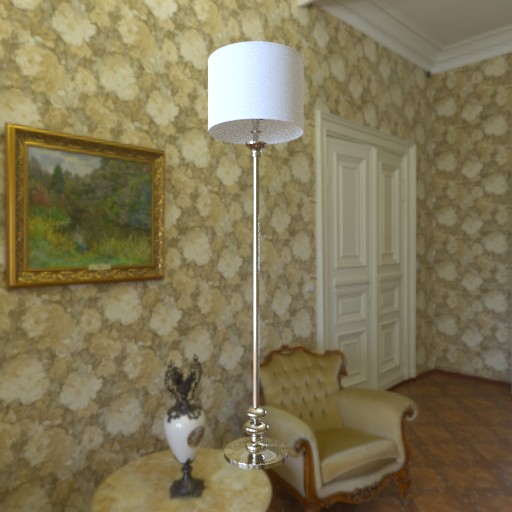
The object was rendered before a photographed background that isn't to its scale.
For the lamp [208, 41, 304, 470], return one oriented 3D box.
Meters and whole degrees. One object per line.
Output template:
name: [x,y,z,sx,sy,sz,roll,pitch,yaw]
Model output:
lamp: [0.000,0.000,1.660,0.356,1.487,0.356,0,0,-1]
